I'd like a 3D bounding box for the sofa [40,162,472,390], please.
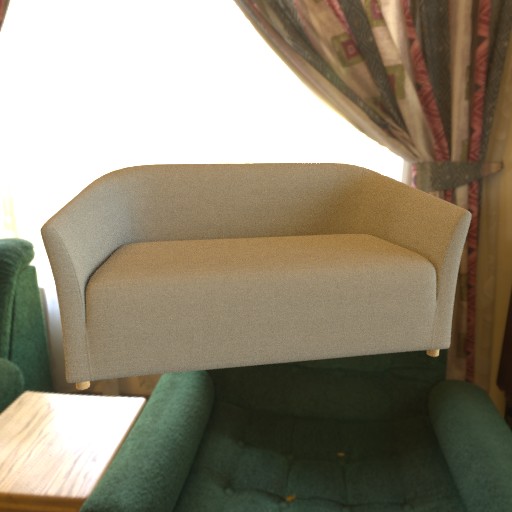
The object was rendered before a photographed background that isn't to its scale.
[{"bbox_3d":[0.000,0.000,1.838,1.452,0.721,0.705,-3,15,-10],"label":"sofa"}]
